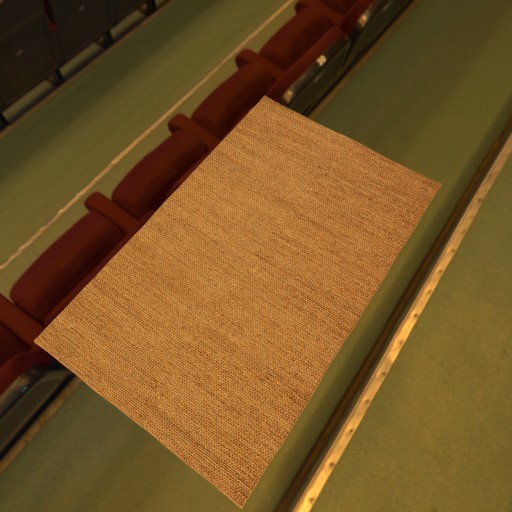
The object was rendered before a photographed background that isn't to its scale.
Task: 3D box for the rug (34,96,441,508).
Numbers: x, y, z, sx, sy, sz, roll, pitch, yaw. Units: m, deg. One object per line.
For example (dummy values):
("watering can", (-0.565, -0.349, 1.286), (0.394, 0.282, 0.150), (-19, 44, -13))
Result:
("rug", (0.000, 0.000, 2.887), (1.521, 0.034, 2.438), (32, 67, 15))
